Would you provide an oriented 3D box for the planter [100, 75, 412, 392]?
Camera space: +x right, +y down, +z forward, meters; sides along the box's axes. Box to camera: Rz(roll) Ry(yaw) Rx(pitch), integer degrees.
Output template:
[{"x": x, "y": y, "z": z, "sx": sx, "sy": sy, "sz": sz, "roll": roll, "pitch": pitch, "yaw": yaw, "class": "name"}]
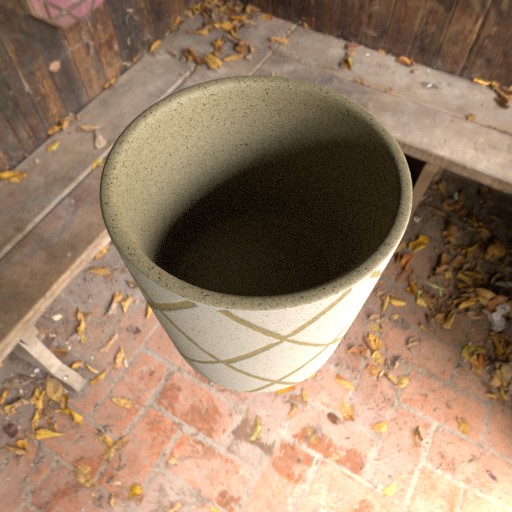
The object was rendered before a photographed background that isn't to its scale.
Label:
[{"x": 0.000, "y": 0.000, "z": 0.425, "sx": 0.228, "sy": 0.235, "sz": 0.228, "roll": 0, "pitch": 57, "yaw": 0, "class": "planter"}]
